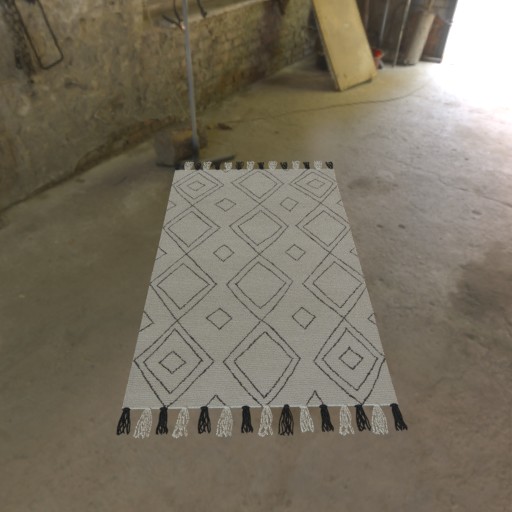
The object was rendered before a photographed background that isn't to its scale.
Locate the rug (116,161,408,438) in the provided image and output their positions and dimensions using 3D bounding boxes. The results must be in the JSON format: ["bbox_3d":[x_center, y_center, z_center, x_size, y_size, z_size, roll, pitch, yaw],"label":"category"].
[{"bbox_3d":[0.000,0.000,3.282,1.524,0.021,2.755,-1,42,-1],"label":"rug"}]
